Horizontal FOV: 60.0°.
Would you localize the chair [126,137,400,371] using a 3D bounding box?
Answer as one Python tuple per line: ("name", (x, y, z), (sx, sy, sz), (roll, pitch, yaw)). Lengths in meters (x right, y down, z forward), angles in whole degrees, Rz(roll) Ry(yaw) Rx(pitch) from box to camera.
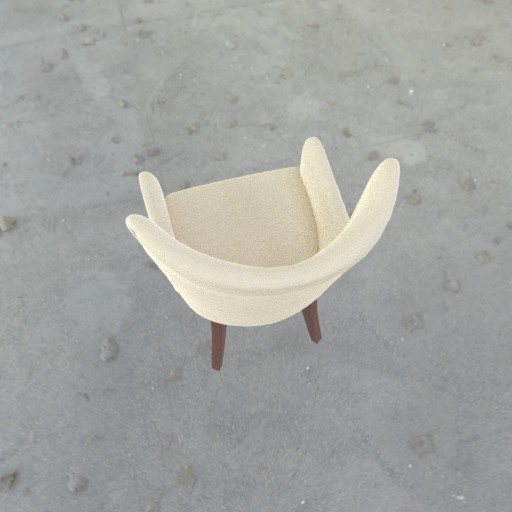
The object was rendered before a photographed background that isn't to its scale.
("chair", (0.000, 0.000, 1.535), (0.696, 0.990, 0.744), (-14, 59, -8))
